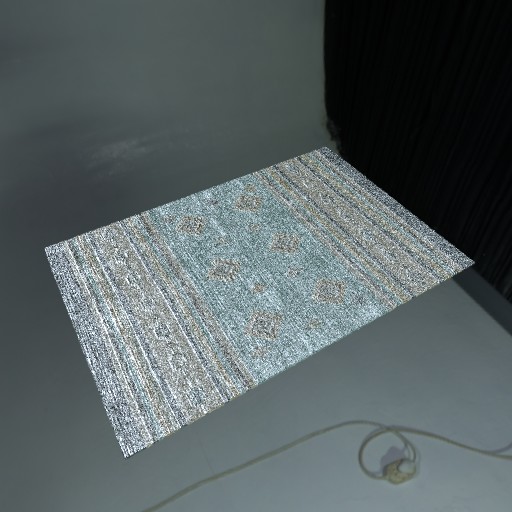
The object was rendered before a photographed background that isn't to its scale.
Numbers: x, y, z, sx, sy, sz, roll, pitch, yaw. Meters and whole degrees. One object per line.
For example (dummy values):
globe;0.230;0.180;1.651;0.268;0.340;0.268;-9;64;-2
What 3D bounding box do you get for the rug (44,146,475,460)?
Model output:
rug;0.000;0.000;2.239;1.811;0.010;1.212;-24;51;-21
